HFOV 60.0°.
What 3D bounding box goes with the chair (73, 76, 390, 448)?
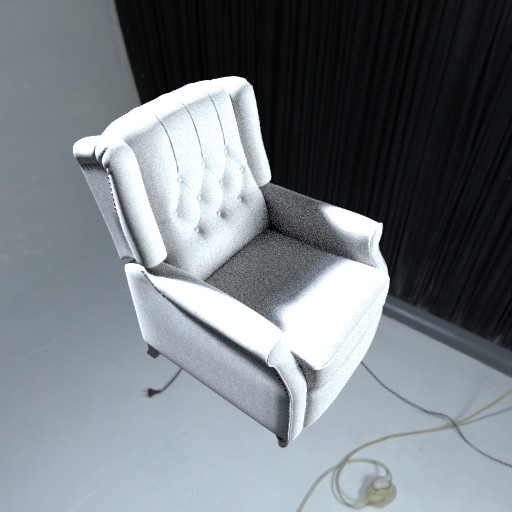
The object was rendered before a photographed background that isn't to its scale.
[{"bbox_3d":[0.000,0.000,1.622,0.902,1.035,0.742,27,48,26],"label":"chair"}]
